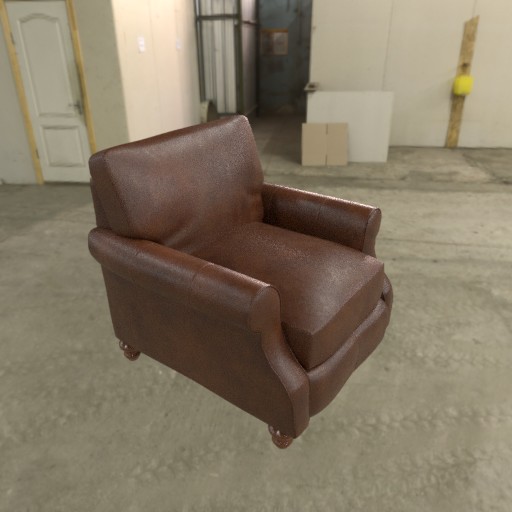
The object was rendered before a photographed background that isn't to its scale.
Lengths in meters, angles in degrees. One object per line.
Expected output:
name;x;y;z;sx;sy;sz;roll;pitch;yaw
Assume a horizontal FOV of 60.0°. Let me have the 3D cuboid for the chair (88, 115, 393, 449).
chair;0.000;0.000;1.809;0.992;0.972;0.989;18;31;32
